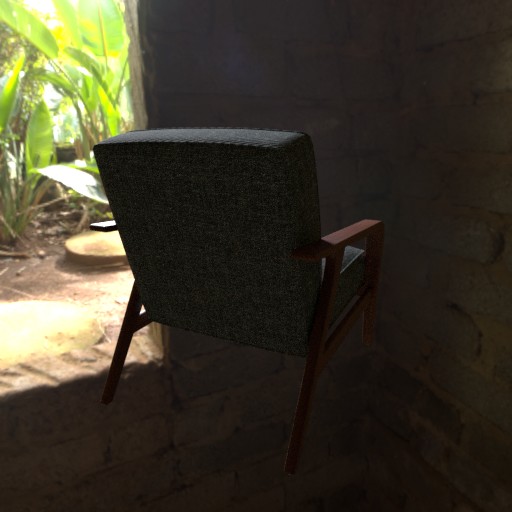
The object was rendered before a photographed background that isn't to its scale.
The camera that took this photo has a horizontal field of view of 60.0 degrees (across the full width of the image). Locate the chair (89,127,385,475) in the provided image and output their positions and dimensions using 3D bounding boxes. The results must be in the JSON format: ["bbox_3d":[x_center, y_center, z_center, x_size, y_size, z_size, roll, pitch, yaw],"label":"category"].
[{"bbox_3d":[0.000,0.000,1.552,0.719,0.864,0.889,8,18,26],"label":"chair"}]
